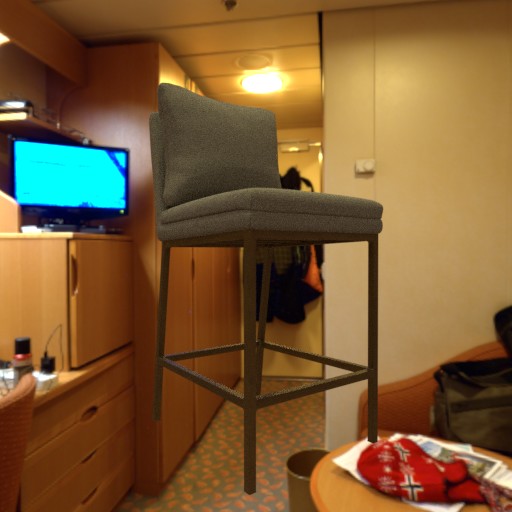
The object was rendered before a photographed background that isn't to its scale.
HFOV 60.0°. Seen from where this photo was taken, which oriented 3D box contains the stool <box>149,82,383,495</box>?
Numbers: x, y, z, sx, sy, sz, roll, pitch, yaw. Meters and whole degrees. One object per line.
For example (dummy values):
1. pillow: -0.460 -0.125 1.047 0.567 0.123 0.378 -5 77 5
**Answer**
1. stool: 0.000 0.000 1.305 0.463 1.031 0.569 -1 1 -37
